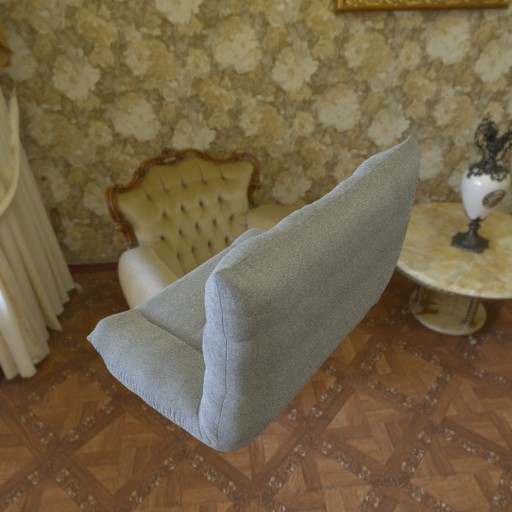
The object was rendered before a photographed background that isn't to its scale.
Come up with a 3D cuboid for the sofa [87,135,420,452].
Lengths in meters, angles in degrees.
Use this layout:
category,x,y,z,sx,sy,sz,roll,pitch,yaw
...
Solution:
category,x,y,z,sx,sy,sz,roll,pitch,yaw
sofa,0.000,0.000,1.726,0.847,0.795,1.144,23,39,31
